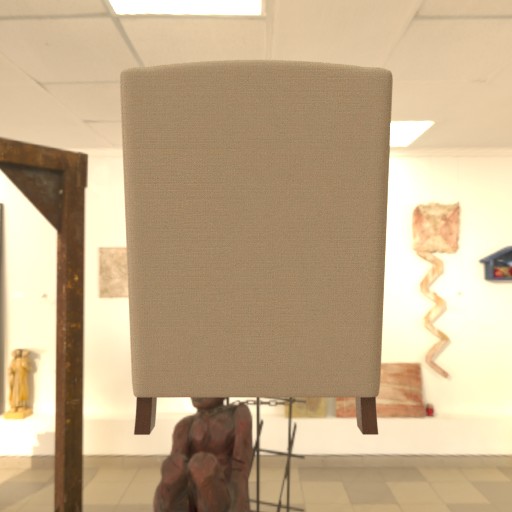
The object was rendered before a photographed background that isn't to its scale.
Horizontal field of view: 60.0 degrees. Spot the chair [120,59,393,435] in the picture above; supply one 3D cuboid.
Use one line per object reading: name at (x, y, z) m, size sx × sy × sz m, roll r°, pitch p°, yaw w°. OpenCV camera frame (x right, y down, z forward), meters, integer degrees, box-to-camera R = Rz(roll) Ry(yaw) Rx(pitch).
chair at (0.000, 0.000, 1.571) m, size 0.715 × 1.017 × 0.896 m, roll 0°, pitch -1°, yaw 0°
